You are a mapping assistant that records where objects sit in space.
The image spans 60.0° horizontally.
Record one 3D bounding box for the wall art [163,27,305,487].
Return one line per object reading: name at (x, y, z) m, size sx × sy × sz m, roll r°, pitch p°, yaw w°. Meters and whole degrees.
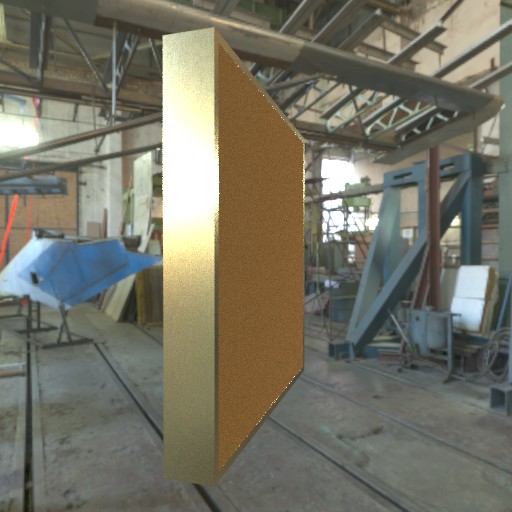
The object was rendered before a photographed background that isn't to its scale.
wall art at (0.000, 0.000, 0.444) m, size 0.038 × 0.304 × 0.304 m, roll 0°, pitch 1°, yaw 17°
